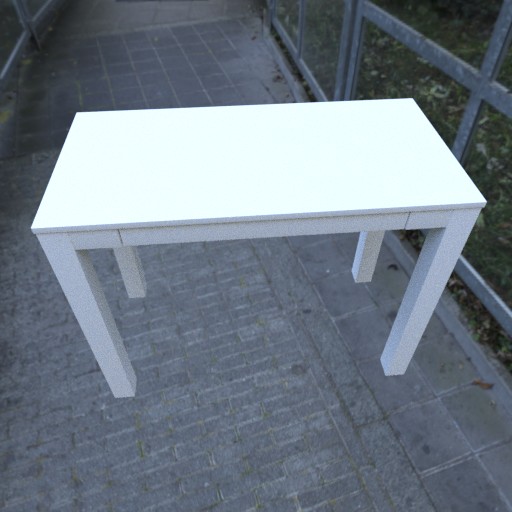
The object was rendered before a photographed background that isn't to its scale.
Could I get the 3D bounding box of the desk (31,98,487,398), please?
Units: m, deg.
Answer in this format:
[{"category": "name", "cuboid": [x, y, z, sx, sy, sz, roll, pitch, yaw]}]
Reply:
[{"category": "desk", "cuboid": [0.000, 0.000, 1.403, 0.990, 0.762, 0.497, -4, 46, -4]}]
